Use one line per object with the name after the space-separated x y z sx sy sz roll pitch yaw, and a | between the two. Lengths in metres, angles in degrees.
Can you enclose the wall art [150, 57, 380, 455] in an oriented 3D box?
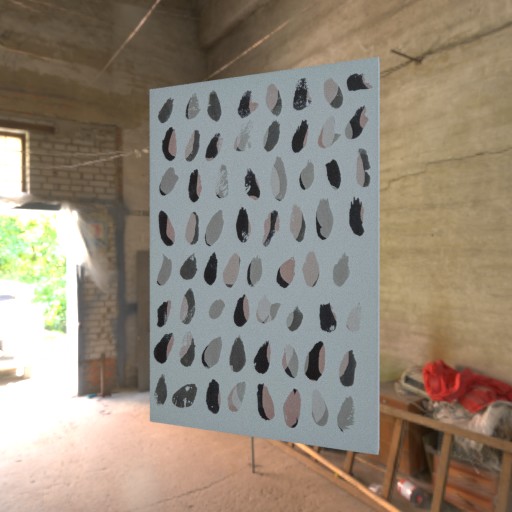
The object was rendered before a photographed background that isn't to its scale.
0.000 0.000 1.137 0.610 0.916 0.037 0 0 20 | wall art
